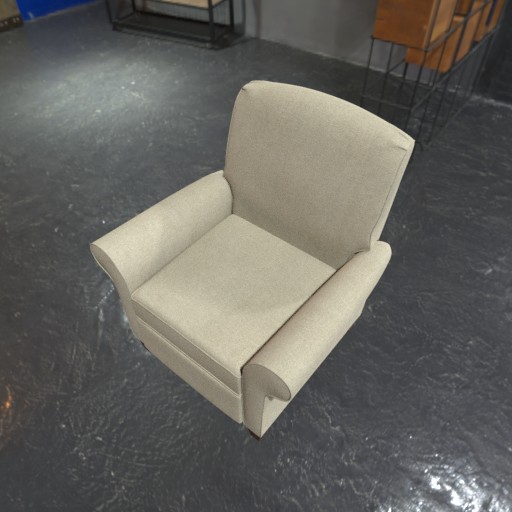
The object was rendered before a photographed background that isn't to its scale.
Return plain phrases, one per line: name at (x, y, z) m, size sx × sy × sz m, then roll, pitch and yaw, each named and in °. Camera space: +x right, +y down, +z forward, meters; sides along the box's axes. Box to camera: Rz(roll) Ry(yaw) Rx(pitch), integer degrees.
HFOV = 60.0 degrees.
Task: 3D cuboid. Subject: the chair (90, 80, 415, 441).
chair at (0.000, 0.000, 1.804) m, size 0.978 × 1.061 × 0.905 m, roll 30°, pitch 53°, yaw 26°
